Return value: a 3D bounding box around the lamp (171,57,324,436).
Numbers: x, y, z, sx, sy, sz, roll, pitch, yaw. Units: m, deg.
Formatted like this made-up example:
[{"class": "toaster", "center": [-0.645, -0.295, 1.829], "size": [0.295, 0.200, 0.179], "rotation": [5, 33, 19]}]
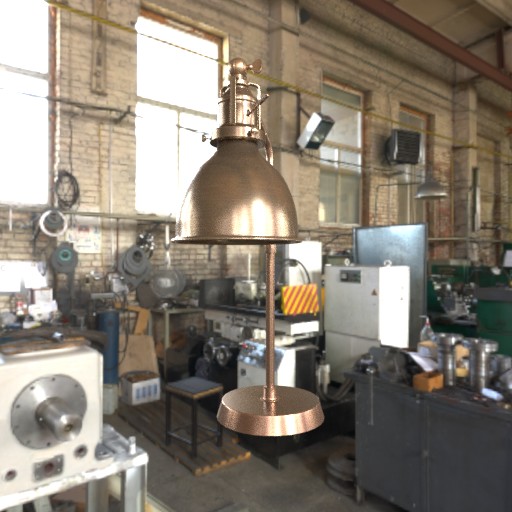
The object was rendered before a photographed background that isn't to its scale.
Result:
[{"class": "lamp", "center": [0.000, 0.000, 0.575], "size": [0.153, 0.456, 0.286], "rotation": [0, -1, 18]}]
